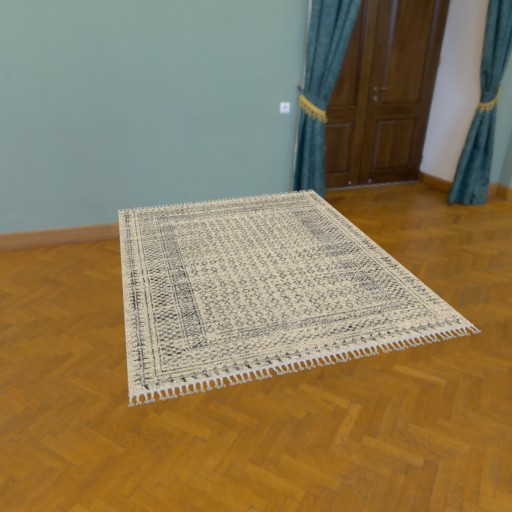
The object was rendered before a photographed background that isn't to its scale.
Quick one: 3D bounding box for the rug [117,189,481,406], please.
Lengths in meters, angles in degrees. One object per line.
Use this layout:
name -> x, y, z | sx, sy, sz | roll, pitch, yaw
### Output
rug -> 0.000, 0.000, 3.914 | 2.312, 0.013, 2.940 | -8, 29, -14
